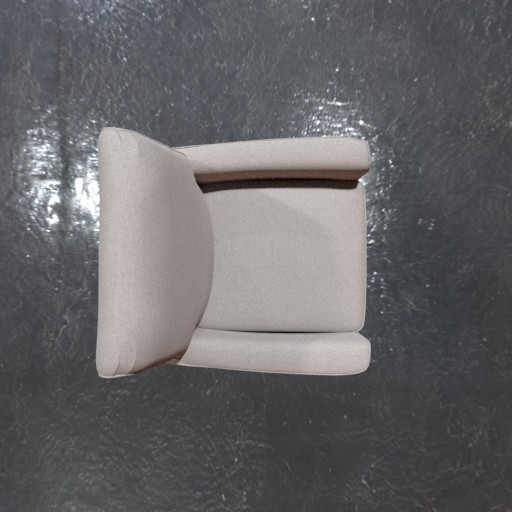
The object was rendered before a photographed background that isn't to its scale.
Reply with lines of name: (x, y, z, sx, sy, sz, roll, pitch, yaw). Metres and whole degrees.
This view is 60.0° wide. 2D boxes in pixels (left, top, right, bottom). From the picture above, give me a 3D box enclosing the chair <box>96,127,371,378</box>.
chair: (0.000, 0.000, 1.656, 0.859, 1.023, 0.845, 0, 89, 1)
